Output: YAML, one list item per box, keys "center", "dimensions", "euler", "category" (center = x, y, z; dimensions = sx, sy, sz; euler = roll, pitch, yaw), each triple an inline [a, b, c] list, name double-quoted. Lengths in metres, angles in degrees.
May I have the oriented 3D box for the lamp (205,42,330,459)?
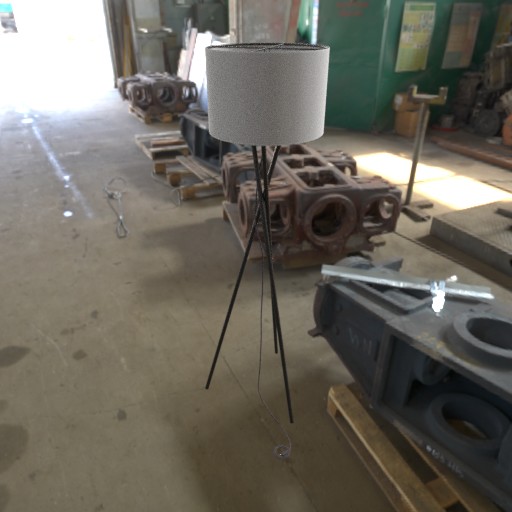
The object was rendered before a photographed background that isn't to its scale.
- center: [0.000, 0.000, 1.903]
  dimensions: [0.522, 1.624, 0.667]
  euler: [10, 31, 17]
  category: "lamp"
